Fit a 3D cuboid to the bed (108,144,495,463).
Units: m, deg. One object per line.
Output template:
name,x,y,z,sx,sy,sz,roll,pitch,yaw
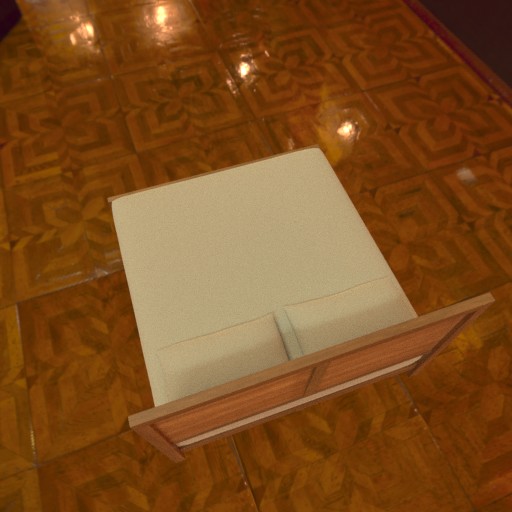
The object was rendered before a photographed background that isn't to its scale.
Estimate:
bed,0.000,0.000,3.370,2.003,1.387,2.184,-16,60,-10
